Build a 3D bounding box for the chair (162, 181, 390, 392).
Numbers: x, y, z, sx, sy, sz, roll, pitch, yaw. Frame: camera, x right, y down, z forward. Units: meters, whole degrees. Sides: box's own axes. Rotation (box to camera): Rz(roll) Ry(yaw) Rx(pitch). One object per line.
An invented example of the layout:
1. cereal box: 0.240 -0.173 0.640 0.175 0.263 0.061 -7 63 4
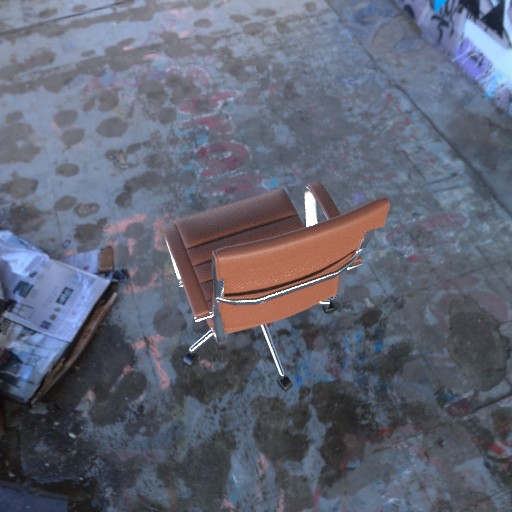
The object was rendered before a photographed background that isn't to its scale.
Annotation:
1. chair: 0.000 0.000 1.642 0.766 1.149 0.739 -18 59 -11
